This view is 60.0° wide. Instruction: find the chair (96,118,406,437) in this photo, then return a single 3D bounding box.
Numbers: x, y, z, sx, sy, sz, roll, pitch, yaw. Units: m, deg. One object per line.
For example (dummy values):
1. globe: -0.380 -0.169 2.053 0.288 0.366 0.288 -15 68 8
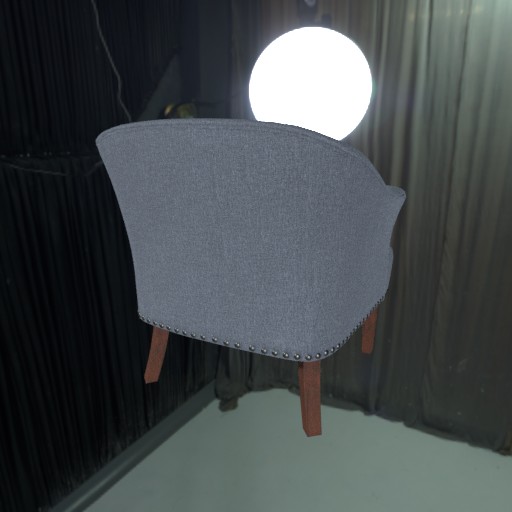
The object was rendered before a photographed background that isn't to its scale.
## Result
1. chair: 0.000 0.000 1.389 0.798 0.815 0.704 9 18 27
